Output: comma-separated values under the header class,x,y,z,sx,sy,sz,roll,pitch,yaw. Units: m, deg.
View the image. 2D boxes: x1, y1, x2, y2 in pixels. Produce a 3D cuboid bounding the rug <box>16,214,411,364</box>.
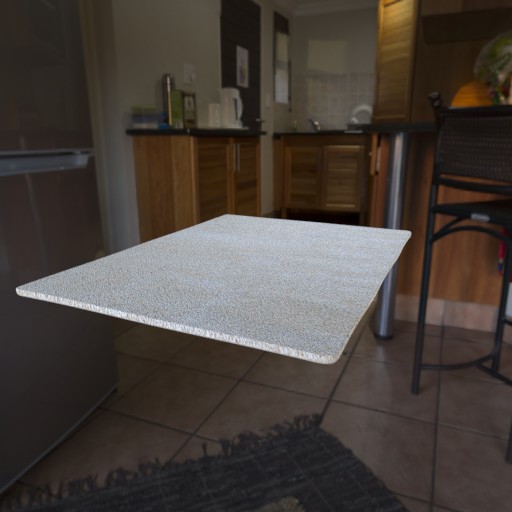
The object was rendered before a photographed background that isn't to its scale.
class,x,y,z,sx,sy,sz,roll,pitch,yaw
rug,0.000,0.000,2.065,1.199,0.025,1.600,7,18,24
